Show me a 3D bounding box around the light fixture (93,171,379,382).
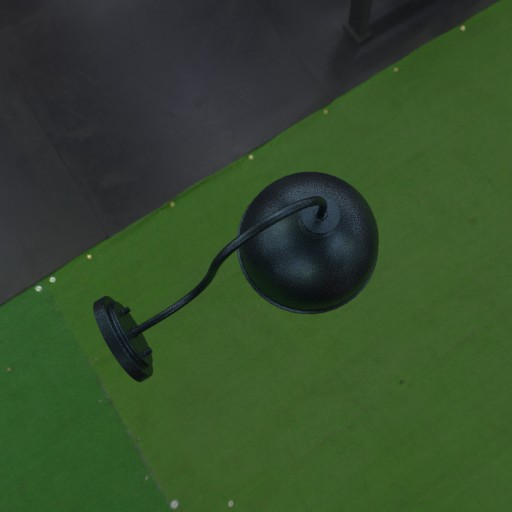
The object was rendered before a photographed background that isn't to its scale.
[{"bbox_3d":[0.000,0.000,0.643,0.467,0.295,0.253,-30,79,-6],"label":"light fixture"}]
